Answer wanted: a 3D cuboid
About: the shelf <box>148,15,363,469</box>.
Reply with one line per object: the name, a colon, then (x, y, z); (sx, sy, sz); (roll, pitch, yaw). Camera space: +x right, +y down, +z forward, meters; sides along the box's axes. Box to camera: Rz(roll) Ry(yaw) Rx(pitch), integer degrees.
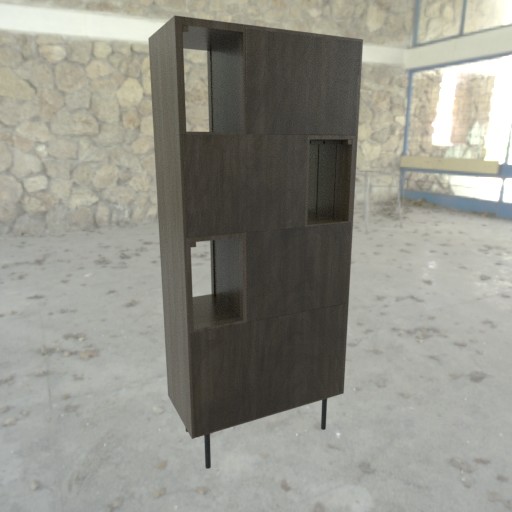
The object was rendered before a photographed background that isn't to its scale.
shelf: (0.000, 0.000, 1.720); (0.670, 1.545, 0.323); (-7, 16, -26)
